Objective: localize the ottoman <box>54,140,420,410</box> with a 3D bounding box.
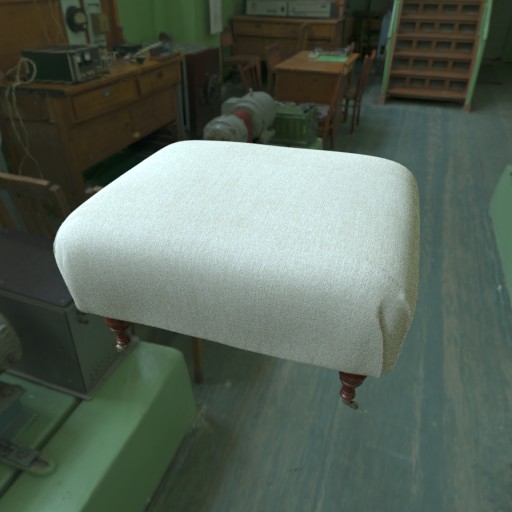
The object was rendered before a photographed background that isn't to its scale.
[{"bbox_3d":[0.000,0.000,1.121,0.747,0.450,0.622,10,34,14],"label":"ottoman"}]
